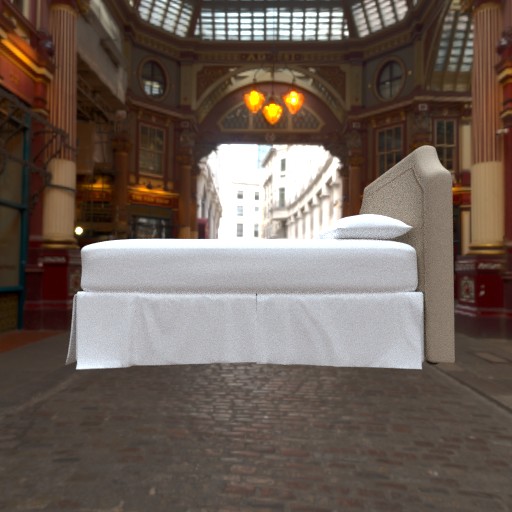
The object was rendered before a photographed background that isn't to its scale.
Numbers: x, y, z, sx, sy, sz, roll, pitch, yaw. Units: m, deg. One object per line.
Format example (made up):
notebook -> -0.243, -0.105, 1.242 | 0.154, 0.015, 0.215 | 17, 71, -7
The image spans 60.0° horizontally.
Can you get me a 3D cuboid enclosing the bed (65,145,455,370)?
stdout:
bed -> 0.000, 0.000, 3.337 | 2.204, 1.301, 1.828 | 0, -1, 1
